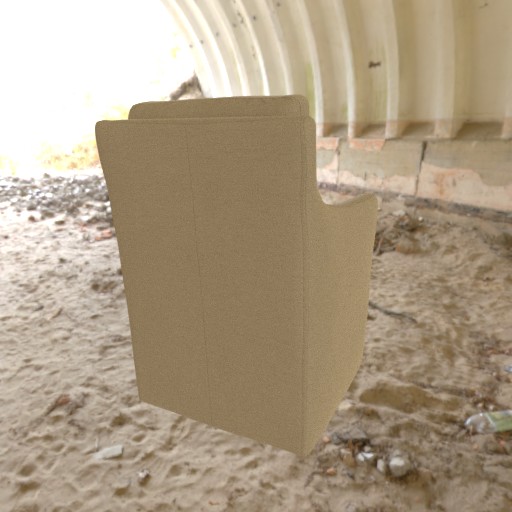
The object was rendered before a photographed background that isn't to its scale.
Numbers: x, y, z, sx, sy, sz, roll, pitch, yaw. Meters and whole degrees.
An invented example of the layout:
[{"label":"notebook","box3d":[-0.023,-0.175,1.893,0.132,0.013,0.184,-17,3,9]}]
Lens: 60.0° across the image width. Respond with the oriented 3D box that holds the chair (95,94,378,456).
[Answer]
[{"label":"chair","box3d":[0.000,0.000,1.394,0.626,0.914,0.694,8,17,26]}]
